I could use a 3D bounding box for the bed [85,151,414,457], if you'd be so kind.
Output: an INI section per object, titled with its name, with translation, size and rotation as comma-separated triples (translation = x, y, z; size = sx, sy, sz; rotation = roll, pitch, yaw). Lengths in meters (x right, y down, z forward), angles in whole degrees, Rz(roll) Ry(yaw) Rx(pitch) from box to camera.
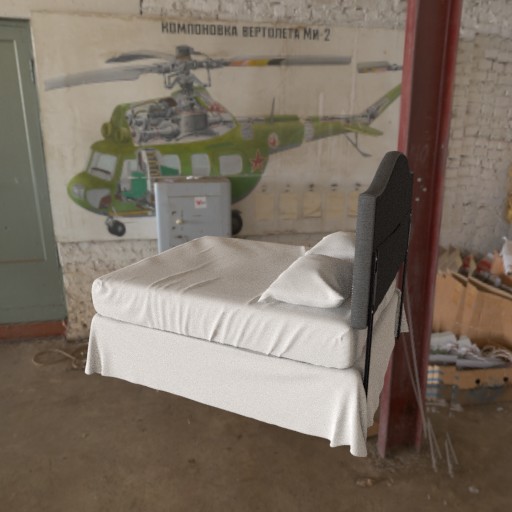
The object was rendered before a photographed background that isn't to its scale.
[bed]
translation = 0.000, 0.000, 3.487
size = 2.221, 1.645, 1.876
rotation = 7, 17, 24
